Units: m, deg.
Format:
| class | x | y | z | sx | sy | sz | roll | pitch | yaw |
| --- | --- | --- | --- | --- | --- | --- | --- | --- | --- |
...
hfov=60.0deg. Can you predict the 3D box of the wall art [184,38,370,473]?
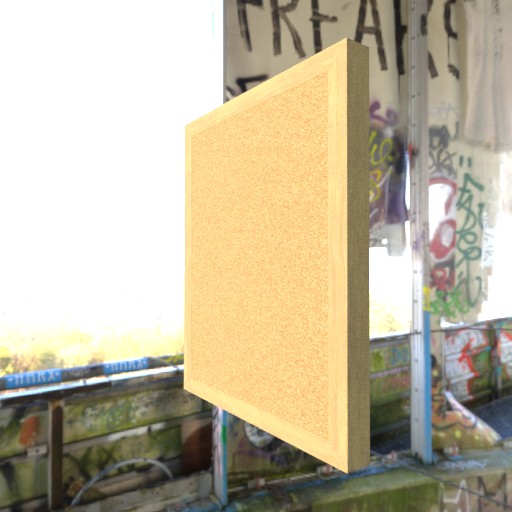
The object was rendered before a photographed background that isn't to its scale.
| class | x | y | z | sx | sy | sz | roll | pitch | yaw |
| --- | --- | --- | --- | --- | --- | --- | --- | --- | --- |
| wall art | 0.000 | 0.000 | 0.521 | 0.030 | 0.380 | 0.312 | 0 | -1 | -36 |
